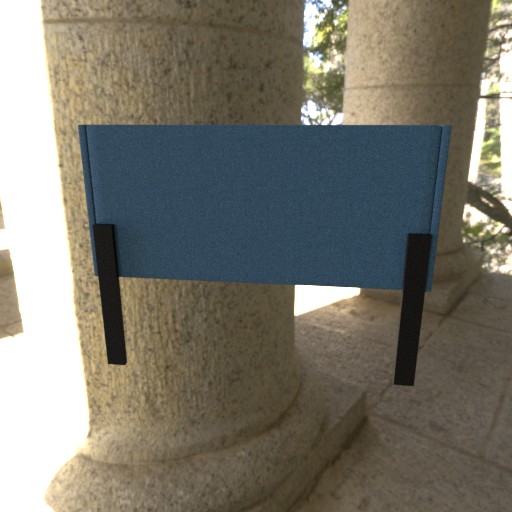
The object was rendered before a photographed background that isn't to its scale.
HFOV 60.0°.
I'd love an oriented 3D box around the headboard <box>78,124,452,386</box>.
[{"bbox_3d":[0.000,0.000,2.683,2.051,1.524,0.184,2,17,7],"label":"headboard"}]
